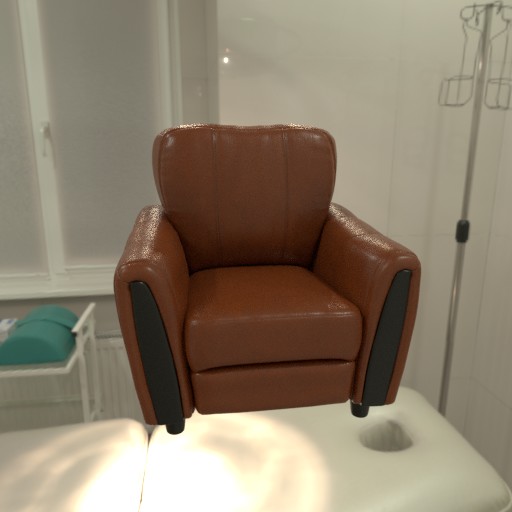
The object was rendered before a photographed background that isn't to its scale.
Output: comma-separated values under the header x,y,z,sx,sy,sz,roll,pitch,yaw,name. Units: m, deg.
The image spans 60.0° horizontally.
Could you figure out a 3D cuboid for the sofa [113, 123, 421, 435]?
x,y,z,sx,sy,sz,roll,pitch,yaw,name
0.000,0.000,1.494,0.836,0.876,0.789,-2,14,-8,sofa
